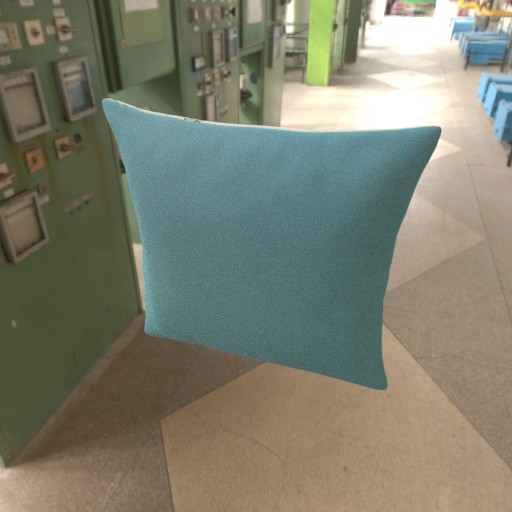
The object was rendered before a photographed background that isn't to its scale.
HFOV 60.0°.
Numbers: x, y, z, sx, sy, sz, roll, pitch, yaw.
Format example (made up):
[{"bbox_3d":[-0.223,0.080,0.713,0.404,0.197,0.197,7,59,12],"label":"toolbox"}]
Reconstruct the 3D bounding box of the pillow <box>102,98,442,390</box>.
[{"bbox_3d":[0.000,0.000,0.787,0.526,0.507,0.166,10,33,16],"label":"pillow"}]
